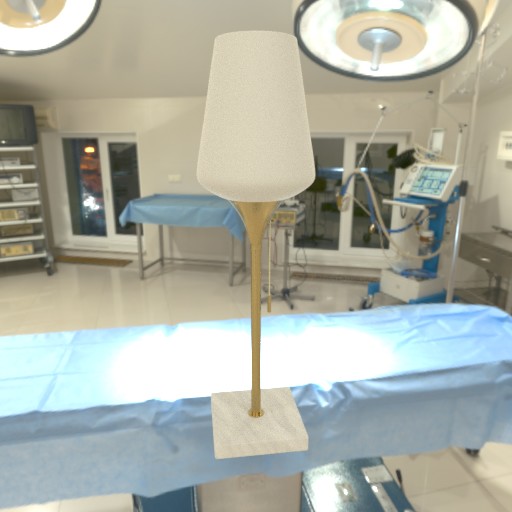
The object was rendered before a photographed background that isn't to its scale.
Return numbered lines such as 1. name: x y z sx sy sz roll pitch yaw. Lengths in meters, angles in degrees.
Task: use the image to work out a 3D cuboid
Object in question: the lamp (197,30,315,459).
1. lamp: 0.000 0.000 0.716 0.181 0.639 0.181 -2 16 -8
